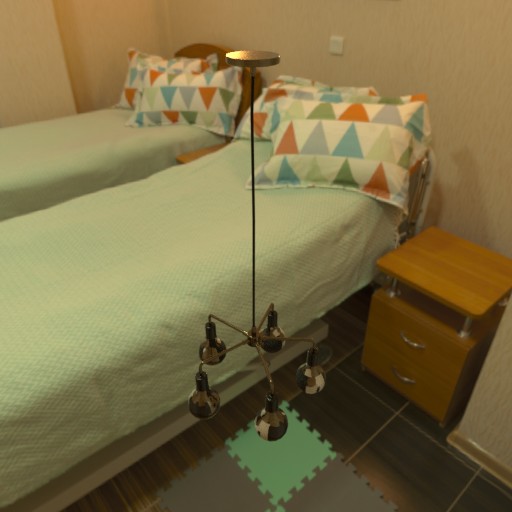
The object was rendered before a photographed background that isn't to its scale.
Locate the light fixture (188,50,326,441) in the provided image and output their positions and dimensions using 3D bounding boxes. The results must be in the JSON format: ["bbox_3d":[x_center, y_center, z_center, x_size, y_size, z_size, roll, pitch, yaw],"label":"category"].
[{"bbox_3d":[0.000,0.000,1.176,0.438,0.988,0.421,11,35,17],"label":"light fixture"}]
